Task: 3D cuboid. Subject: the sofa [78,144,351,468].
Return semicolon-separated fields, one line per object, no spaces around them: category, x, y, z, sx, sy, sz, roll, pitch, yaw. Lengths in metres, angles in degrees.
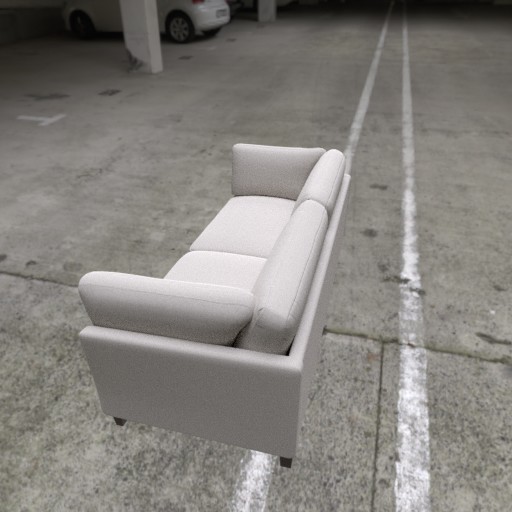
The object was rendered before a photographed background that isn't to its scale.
sofa;0.000;0.000;2.770;0.957;0.863;2.301;8;31;13
